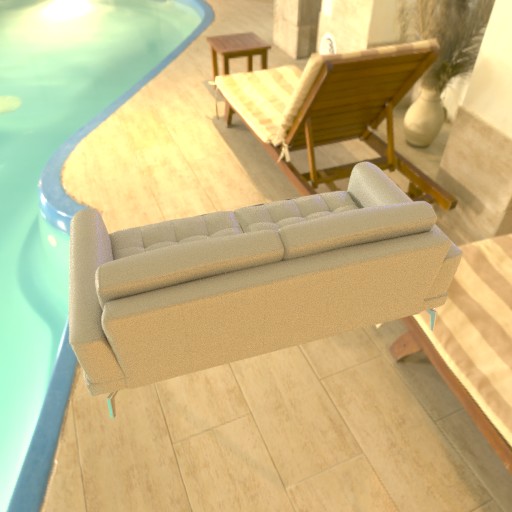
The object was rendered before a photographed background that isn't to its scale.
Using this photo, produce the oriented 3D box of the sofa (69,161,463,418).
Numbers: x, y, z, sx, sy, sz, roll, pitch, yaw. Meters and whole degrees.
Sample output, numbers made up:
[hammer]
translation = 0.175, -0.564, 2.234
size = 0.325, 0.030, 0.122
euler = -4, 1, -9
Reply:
[sofa]
translation = 0.000, 0.000, 2.725
size = 2.177, 0.930, 1.121
euler = -12, 43, -13
